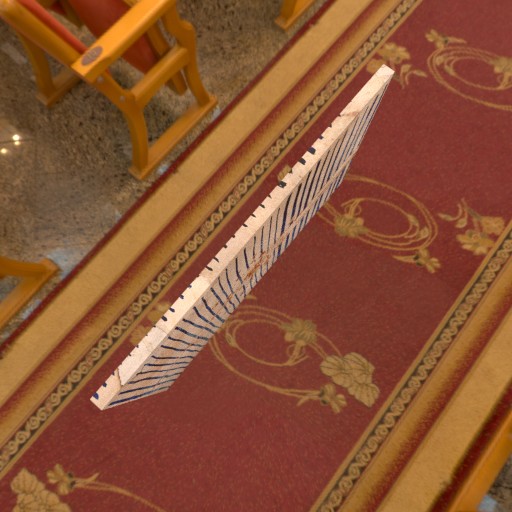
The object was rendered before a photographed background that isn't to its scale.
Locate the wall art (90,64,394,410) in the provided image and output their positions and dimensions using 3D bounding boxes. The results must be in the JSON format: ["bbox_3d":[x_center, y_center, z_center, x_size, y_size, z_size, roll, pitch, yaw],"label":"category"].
[{"bbox_3d":[0.000,0.000,1.189,0.030,0.609,0.919,39,80,9],"label":"wall art"}]
